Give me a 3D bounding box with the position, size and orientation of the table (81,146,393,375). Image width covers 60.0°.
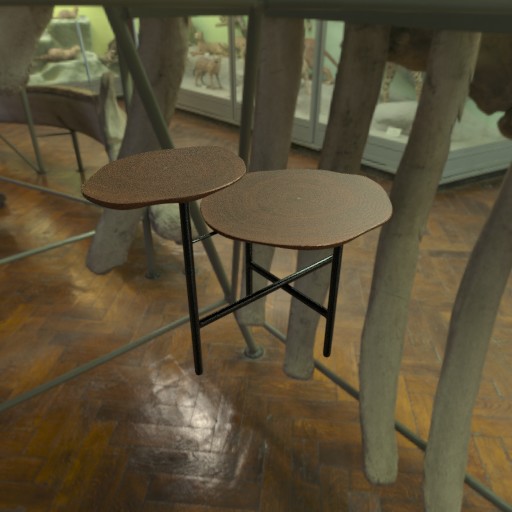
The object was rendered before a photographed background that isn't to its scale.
[{"bbox_3d":[0.000,0.000,1.085,0.759,0.538,0.442,-22,37,-33],"label":"table"}]
